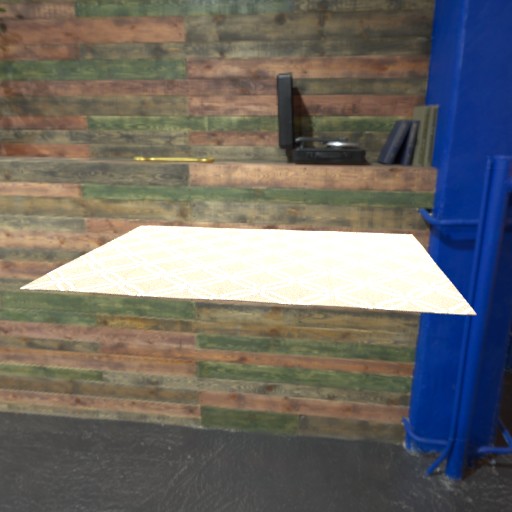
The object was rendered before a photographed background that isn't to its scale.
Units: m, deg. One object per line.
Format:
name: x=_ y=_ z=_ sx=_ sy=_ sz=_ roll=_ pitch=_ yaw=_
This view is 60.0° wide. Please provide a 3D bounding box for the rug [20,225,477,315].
rug: x=0.000 y=0.000 z=2.737 sx=2.135 sy=0.013 sz=1.524 roll=2 pitch=16 yaw=8
